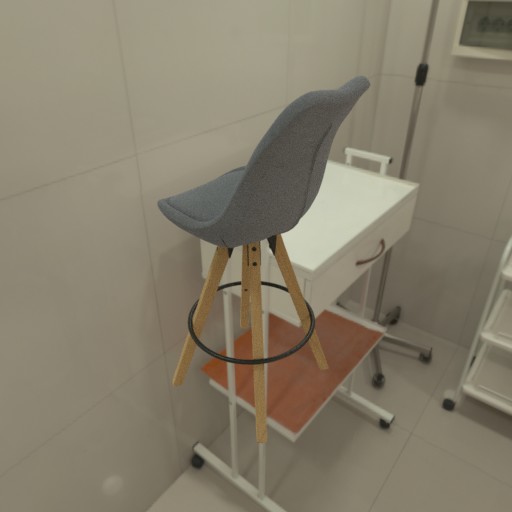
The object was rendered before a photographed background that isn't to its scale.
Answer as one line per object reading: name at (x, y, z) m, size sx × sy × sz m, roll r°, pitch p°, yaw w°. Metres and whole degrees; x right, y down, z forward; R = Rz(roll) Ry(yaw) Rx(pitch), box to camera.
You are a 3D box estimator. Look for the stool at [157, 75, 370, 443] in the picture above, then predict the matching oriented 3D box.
stool at (0.000, 0.000, 1.435) m, size 0.550 × 1.115 × 0.485 m, roll 22°, pitch 38°, yaw 31°
